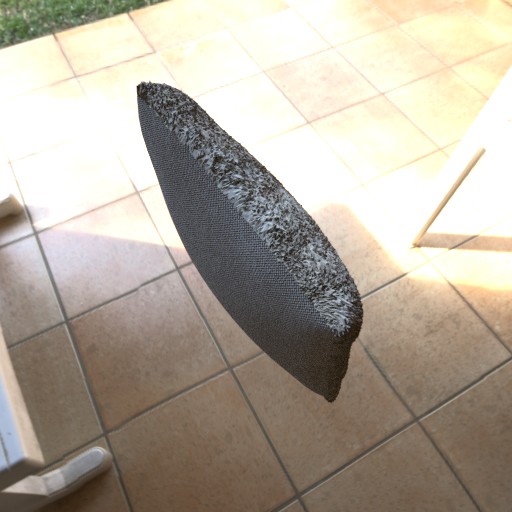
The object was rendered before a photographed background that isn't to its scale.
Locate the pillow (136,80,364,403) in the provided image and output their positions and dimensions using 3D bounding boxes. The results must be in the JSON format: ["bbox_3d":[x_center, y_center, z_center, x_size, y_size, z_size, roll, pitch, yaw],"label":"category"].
[{"bbox_3d":[0.000,0.000,0.823,0.218,0.515,0.529,-31,64,-17],"label":"pillow"}]
